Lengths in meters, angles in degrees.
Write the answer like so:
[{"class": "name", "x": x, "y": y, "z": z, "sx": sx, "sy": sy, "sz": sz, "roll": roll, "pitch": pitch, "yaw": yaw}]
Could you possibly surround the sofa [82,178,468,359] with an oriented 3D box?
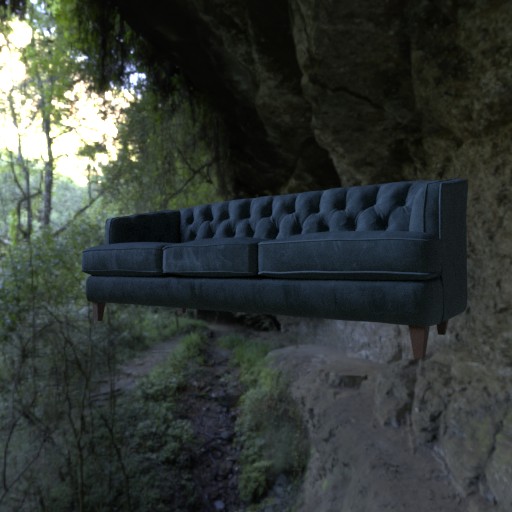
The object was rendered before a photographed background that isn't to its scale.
[{"class": "sofa", "x": 0.000, "y": 0.000, "z": 2.664, "sx": 2.278, "sy": 0.855, "sz": 0.941, "roll": -1, "pitch": -2, "yaw": 36}]
